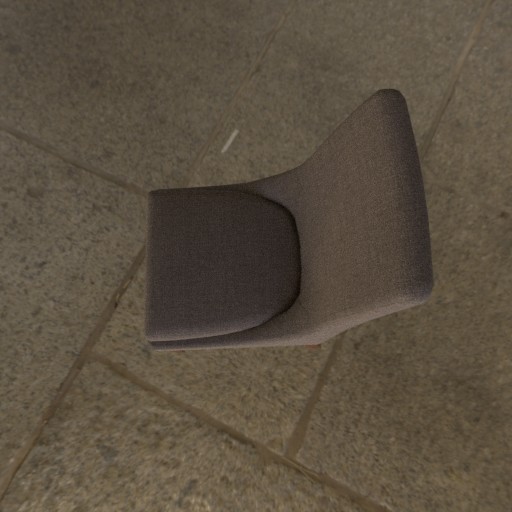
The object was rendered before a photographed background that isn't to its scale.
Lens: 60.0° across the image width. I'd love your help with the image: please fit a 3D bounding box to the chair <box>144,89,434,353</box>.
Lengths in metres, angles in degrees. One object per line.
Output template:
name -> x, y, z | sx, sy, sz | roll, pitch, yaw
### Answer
chair -> 0.000, 0.000, 1.303 | 0.655, 0.952, 0.508 | -2, 75, -1
